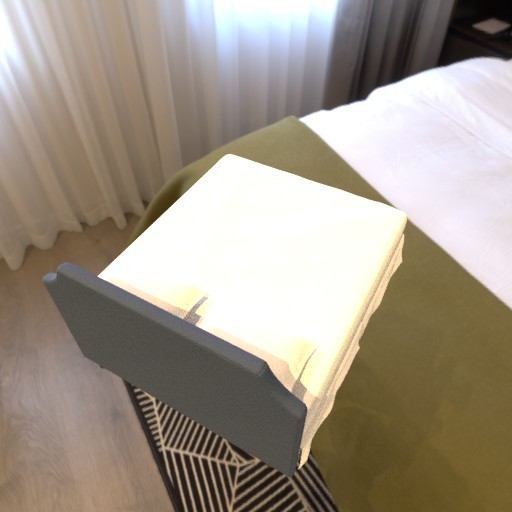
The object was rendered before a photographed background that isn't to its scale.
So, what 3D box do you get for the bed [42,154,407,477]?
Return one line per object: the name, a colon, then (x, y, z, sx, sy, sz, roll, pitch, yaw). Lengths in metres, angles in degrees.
bed: (0.000, 0.000, 4.148, 2.350, 1.488, 2.773, 23, 51, 19)
